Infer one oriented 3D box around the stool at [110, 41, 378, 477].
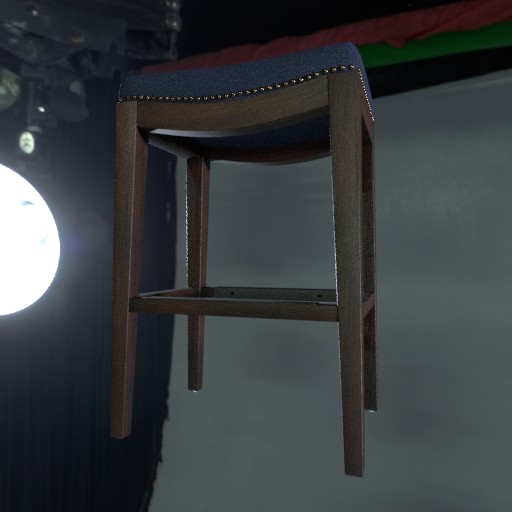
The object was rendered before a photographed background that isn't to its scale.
[{"bbox_3d":[0.000,0.000,0.978,0.498,0.740,0.358,0,0,19],"label":"stool"}]
